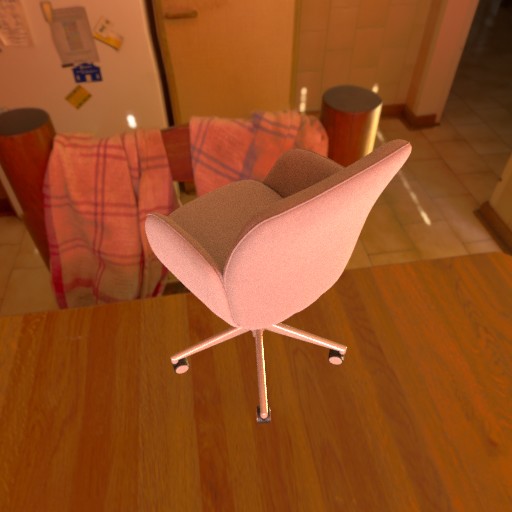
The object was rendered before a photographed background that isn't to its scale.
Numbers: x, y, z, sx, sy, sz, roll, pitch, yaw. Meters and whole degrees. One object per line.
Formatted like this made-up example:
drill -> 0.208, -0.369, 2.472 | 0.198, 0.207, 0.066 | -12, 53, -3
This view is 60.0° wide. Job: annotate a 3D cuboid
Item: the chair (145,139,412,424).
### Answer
chair -> 0.000, 0.000, 1.405 | 0.648, 0.959, 0.654 | -31, 53, -27
